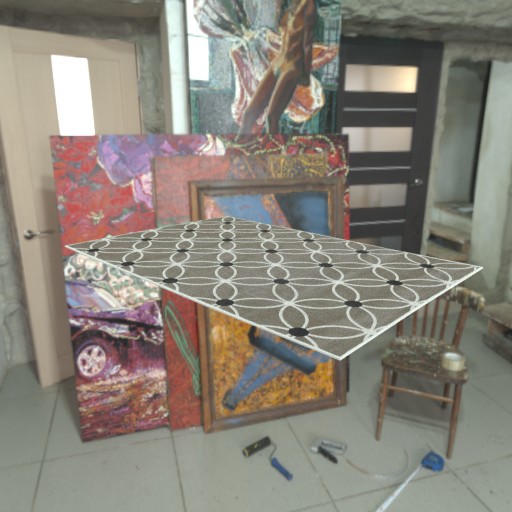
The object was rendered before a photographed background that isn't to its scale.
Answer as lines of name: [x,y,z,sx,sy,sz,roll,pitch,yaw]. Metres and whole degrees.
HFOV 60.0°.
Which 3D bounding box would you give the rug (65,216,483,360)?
rug: [0.000,0.000,2.865,2.284,0.008,1.522,15,22,42]
